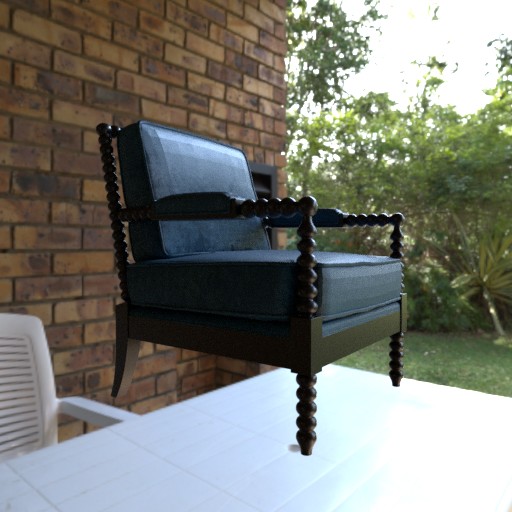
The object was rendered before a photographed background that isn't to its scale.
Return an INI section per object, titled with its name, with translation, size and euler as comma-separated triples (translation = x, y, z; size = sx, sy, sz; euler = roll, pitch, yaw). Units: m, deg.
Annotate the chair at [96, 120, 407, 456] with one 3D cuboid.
[chair]
translation = 0.000, 0.000, 1.422
size = 0.805, 0.857, 0.688
euler = 1, 1, 36
